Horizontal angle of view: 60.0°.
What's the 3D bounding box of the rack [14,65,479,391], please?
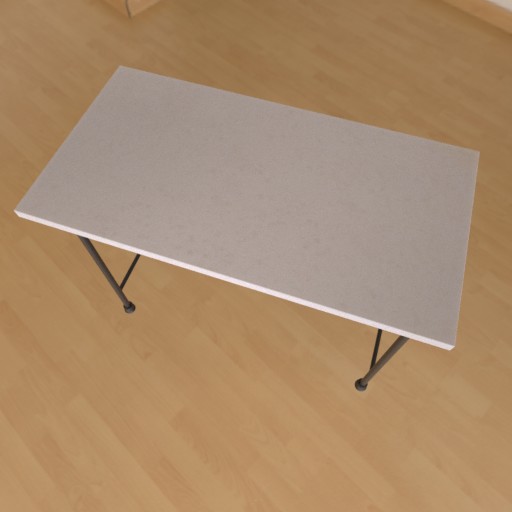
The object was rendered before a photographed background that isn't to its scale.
[{"bbox_3d":[0.000,0.000,1.616,1.159,0.880,0.613,17,62,9],"label":"rack"}]
